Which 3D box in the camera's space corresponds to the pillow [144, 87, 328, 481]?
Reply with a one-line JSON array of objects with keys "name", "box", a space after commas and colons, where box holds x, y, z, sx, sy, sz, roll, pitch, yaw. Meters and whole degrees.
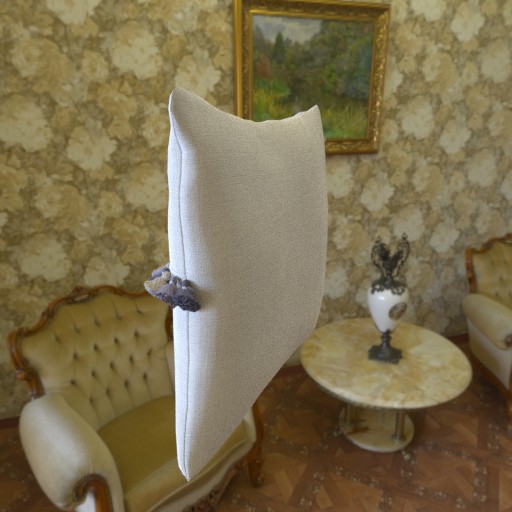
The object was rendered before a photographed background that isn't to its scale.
[{"name": "pillow", "box": [0.000, 0.000, 0.717, 0.165, 0.481, 0.489, 8, 18, 25]}]
